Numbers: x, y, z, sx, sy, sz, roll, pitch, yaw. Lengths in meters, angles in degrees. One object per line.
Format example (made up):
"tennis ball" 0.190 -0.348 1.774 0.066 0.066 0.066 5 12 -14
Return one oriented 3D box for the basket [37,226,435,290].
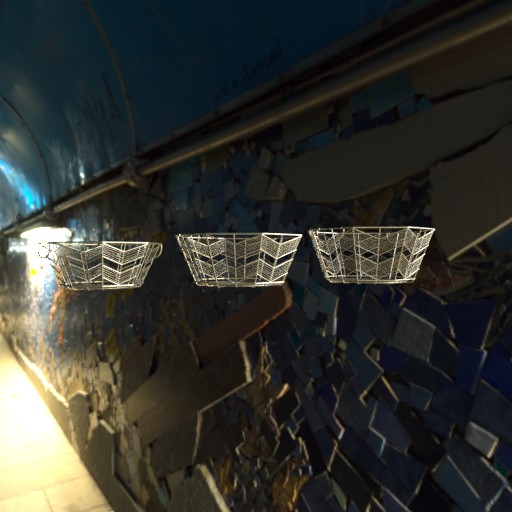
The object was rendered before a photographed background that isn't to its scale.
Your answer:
"basket" 0.000 0.000 1.397 1.246 0.178 0.432 0 0 -19
